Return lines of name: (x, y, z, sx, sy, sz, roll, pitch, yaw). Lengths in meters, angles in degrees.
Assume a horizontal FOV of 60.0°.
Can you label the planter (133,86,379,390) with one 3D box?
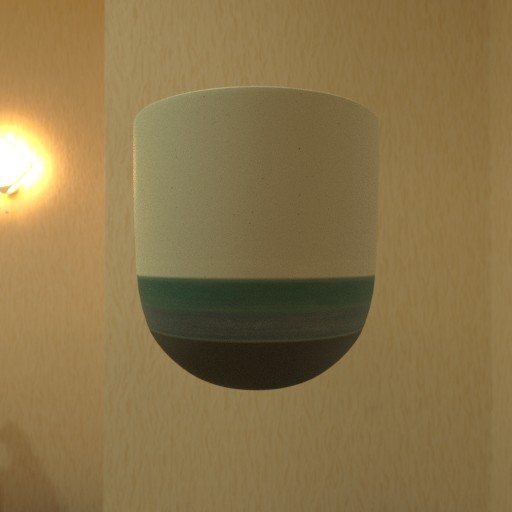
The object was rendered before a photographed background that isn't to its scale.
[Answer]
planter: (0.000, 0.000, 0.381, 0.204, 0.214, 0.204, 0, -1, 0)
